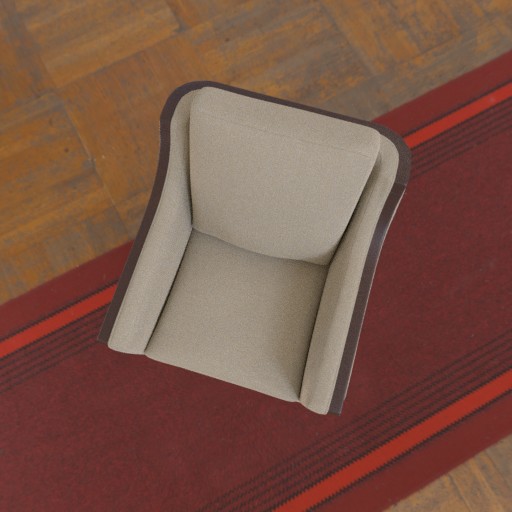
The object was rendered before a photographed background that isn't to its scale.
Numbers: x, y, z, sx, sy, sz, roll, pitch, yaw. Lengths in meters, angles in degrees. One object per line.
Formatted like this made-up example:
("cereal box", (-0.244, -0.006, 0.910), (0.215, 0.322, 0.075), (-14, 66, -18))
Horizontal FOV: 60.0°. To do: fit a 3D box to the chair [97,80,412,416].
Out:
("chair", (0.000, 0.000, 1.672), (0.870, 0.930, 0.950), (16, 76, 4))
